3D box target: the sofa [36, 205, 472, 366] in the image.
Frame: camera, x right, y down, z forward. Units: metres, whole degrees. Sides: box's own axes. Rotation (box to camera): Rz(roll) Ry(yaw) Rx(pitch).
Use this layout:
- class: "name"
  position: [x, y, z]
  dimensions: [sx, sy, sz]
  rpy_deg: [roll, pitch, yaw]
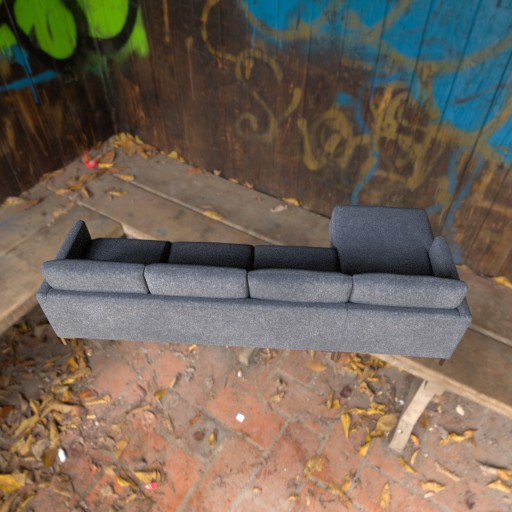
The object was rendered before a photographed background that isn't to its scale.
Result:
- class: "sofa"
  position: [0.000, 0.000, 3.501]
  dimensions: [2.932, 0.810, 1.350]
  rpy_deg: [3, 46, 3]
